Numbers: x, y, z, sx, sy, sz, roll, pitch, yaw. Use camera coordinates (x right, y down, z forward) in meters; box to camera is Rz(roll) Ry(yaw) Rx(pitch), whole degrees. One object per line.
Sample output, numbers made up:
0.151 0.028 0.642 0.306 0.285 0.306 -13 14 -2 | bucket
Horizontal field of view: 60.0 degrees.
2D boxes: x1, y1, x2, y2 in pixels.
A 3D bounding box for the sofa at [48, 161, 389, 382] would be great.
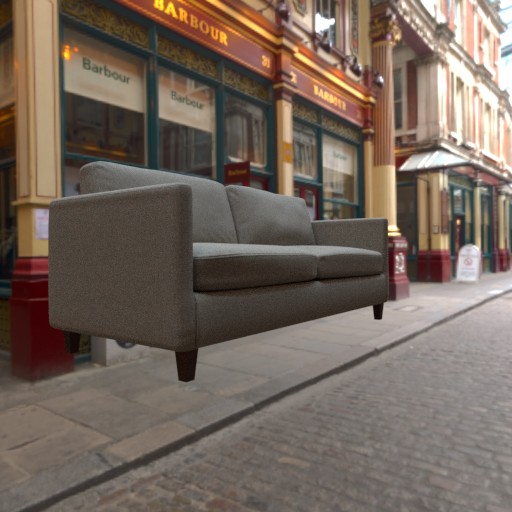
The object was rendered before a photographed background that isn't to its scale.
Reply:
0.000 0.000 2.774 0.956 0.963 2.208 0 0 37 | sofa
